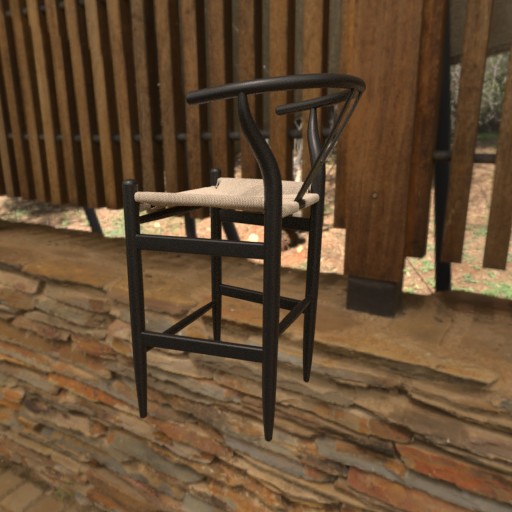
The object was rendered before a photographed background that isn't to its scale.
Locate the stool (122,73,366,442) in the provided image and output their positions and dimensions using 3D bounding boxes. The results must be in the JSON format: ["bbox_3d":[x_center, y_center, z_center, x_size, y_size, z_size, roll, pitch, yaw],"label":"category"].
[{"bbox_3d":[0.000,0.000,1.326,0.579,0.970,0.569,7,17,23],"label":"stool"}]
